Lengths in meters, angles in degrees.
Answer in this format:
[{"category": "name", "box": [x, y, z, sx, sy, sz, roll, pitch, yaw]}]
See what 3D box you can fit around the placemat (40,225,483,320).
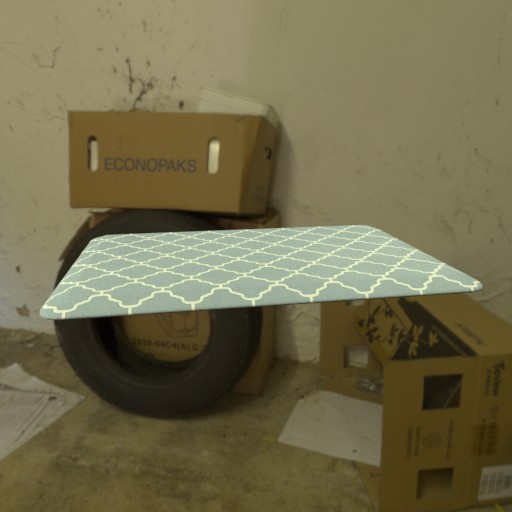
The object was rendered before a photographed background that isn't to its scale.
[{"category": "placemat", "box": [0.000, 0.000, 0.959, 0.762, 0.021, 0.508, -3, 17, -9]}]
